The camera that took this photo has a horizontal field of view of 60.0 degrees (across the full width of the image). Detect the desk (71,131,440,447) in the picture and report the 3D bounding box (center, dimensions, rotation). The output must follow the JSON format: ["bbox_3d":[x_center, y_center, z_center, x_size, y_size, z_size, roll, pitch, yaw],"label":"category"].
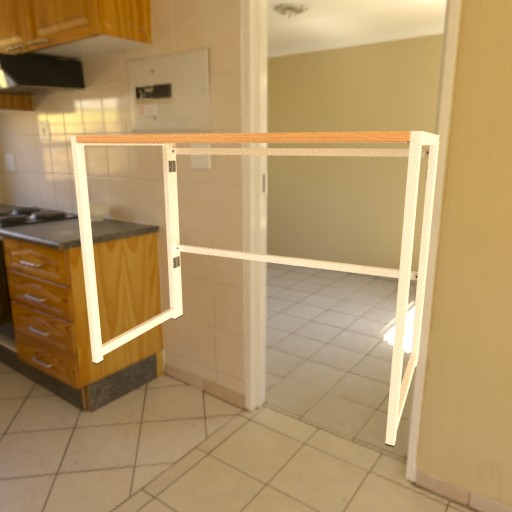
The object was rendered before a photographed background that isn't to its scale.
[{"bbox_3d":[0.000,0.000,1.450,1.016,0.762,0.508,7,15,25],"label":"desk"}]
